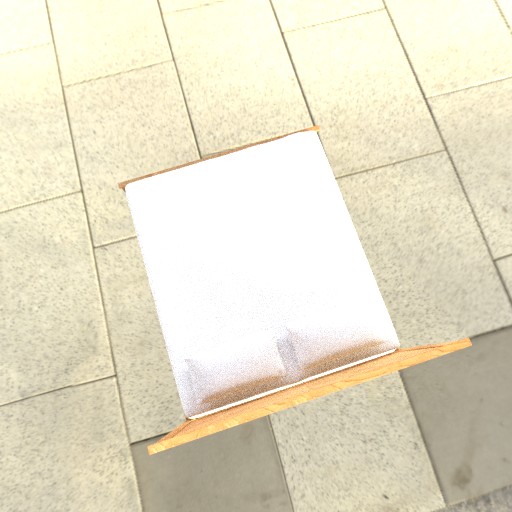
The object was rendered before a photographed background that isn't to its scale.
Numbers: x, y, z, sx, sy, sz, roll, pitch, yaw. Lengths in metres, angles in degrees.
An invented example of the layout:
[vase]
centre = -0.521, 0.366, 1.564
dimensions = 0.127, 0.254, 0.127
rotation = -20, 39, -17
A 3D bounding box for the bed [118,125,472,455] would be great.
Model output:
[bed]
centre = 0.000, 0.000, 3.584
dimensions = 1.936, 1.686, 2.201
rotation = -17, 76, -4
